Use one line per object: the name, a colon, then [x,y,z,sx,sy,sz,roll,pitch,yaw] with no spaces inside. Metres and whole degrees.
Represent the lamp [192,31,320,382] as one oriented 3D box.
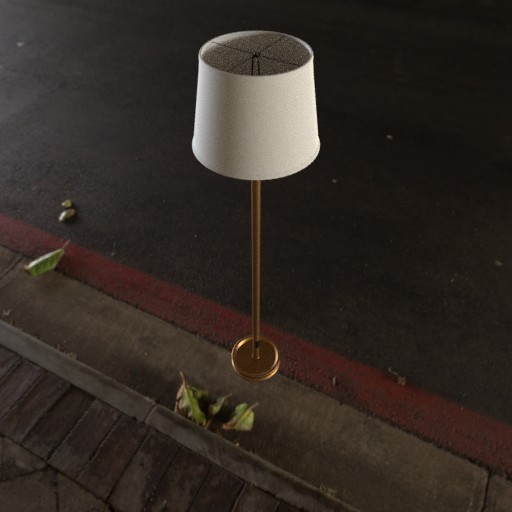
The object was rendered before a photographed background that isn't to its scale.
lamp: [0.000,0.000,0.789,0.178,0.710,0.178,0,46,0]
